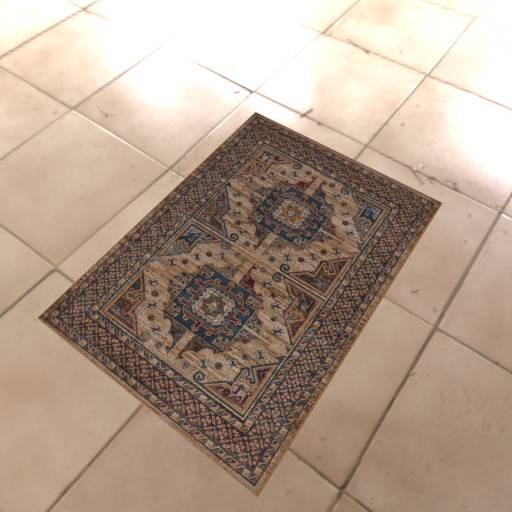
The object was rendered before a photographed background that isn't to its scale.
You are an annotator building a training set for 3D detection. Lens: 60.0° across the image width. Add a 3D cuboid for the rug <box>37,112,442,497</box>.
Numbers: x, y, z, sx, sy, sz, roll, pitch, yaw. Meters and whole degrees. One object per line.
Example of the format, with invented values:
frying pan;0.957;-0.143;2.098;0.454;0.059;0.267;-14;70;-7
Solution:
rug;0.000;0.000;2.866;1.611;0.008;2.227;31;63;18
